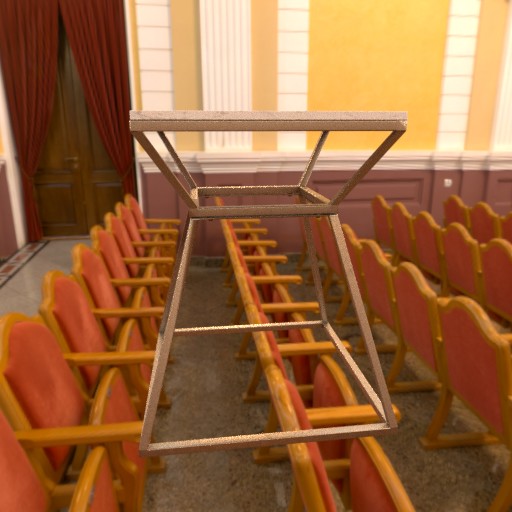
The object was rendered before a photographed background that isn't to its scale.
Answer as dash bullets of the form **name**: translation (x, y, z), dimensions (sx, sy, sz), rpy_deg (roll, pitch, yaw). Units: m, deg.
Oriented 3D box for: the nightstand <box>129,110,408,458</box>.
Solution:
- **nightstand**: translation (0.000, 0.000, 0.906), dimensions (0.455, 0.554, 0.455), rpy_deg (-2, 17, -7)
